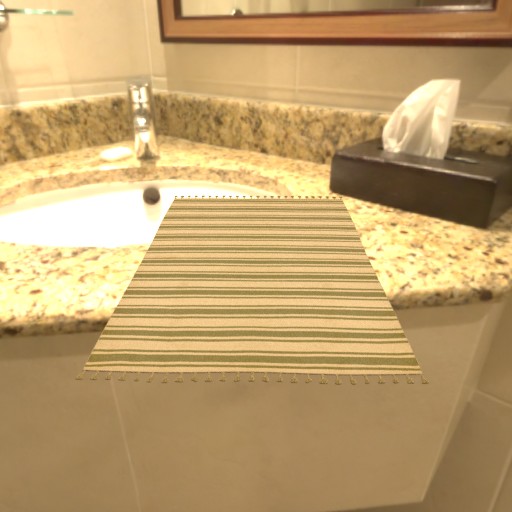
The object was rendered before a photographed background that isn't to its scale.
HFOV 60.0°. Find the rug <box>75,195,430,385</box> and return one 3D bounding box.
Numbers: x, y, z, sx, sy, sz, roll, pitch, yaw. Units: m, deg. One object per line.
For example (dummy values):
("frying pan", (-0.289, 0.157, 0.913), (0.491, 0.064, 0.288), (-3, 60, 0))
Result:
("rug", (0.000, 0.000, 2.995), (1.540, 0.018, 2.435), (0, 27, 1))
